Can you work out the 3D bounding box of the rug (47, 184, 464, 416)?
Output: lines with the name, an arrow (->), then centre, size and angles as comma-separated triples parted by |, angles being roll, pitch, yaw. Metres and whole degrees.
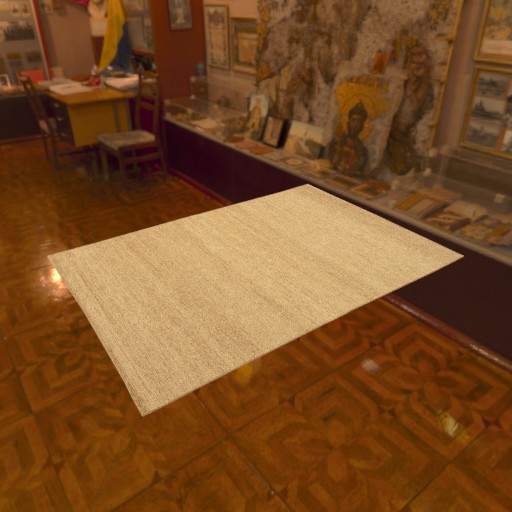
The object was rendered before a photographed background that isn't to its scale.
rug -> 0.000, 0.000, 2.949 | 2.283, 0.030, 1.596 | -19, 36, -30
